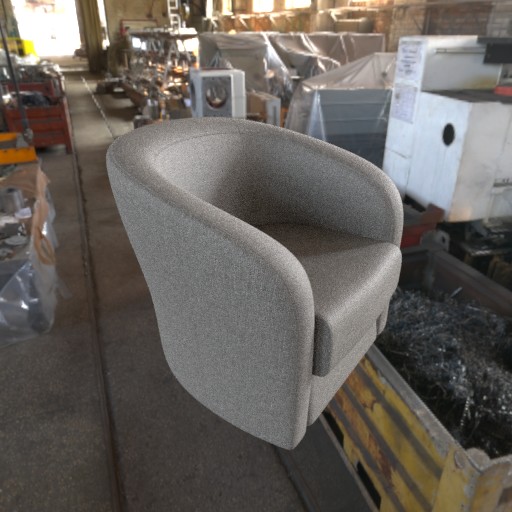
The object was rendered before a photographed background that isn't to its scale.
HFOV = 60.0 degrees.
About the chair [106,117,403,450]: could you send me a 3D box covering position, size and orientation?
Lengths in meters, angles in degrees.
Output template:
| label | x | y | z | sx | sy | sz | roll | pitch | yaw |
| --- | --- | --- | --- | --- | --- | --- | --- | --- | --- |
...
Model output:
| label | x | y | z | sx | sy | sz | roll | pitch | yaw |
| --- | --- | --- | --- | --- | --- | --- | --- | --- | --- |
| chair | 0.000 | 0.000 | 1.433 | 0.815 | 0.771 | 0.791 | 18 | 32 | 31 |
